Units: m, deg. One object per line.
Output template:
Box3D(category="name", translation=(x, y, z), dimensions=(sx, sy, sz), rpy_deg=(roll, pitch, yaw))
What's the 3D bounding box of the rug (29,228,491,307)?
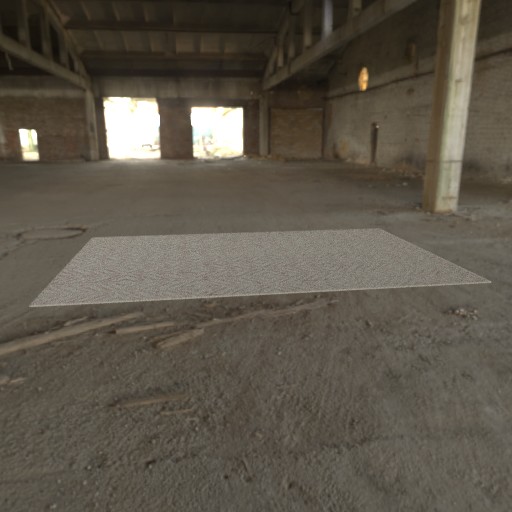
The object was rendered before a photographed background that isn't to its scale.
Box3D(category="rug", translation=(0.000, 0.000, 3.020), dimensions=(2.438, 0.008, 1.523), rpy_deg=(-2, 15, -8))
